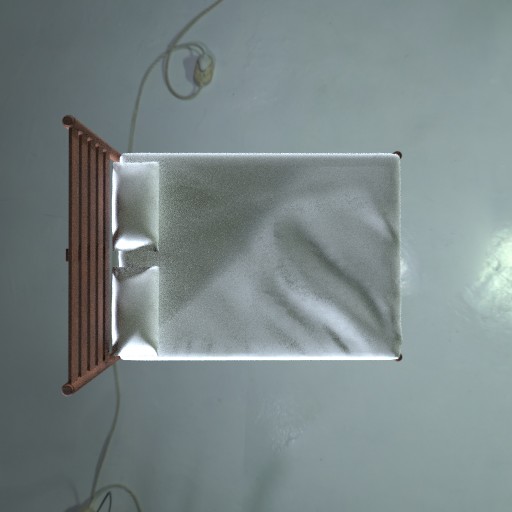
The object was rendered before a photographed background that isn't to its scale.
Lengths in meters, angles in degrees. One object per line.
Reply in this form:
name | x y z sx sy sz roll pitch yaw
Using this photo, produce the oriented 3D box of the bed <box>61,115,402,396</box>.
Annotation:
bed | 0.000 0.000 3.024 2.093 1.304 1.509 0 90 0
